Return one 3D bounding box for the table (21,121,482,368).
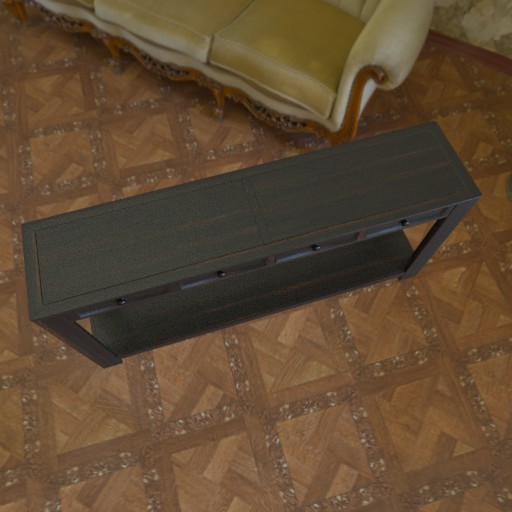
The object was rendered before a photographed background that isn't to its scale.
[{"bbox_3d":[0.000,0.000,1.942,1.631,0.762,0.384,-15,65,-7],"label":"table"}]
